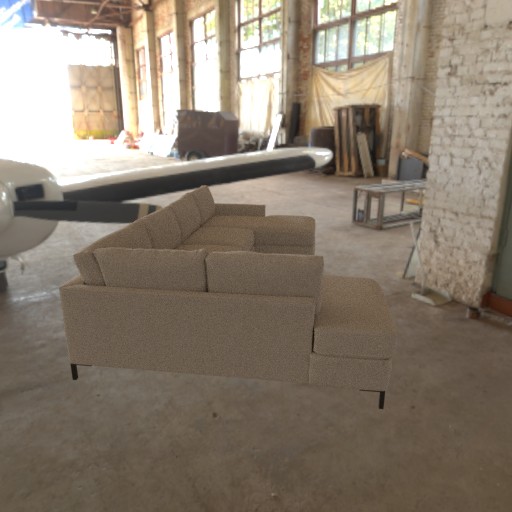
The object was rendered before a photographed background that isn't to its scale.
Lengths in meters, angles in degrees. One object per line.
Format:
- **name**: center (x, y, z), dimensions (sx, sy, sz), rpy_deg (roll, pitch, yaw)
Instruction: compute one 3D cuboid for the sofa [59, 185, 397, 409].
- **sofa**: center (0.000, 0.000, 3.916), dimensions (1.989, 0.862, 2.984), rpy_deg (2, 17, 8)
